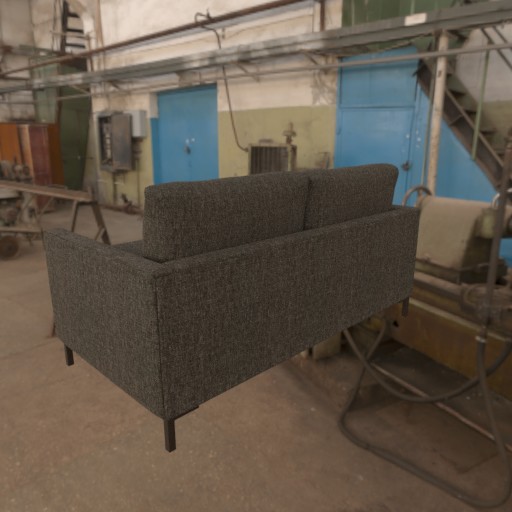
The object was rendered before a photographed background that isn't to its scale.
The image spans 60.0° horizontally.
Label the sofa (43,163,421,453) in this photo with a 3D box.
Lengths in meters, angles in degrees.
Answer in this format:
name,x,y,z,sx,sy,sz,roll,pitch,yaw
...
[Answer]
name,x,y,z,sx,sy,sz,roll,pitch,yaw
sofa,0.000,0.000,2.177,1.716,0.862,0.866,-15,21,-43
